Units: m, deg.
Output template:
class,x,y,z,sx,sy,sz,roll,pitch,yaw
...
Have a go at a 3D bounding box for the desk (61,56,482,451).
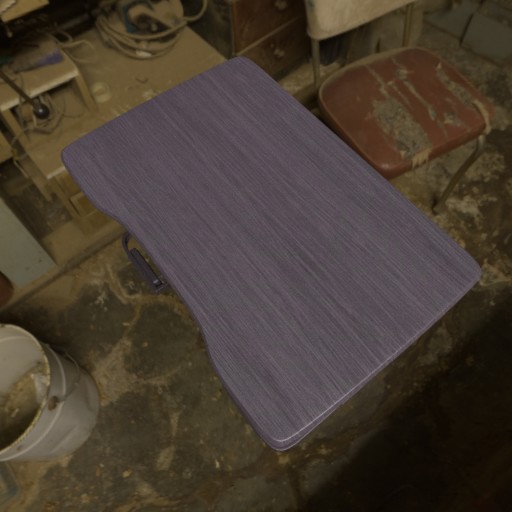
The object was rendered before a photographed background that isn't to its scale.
class,x,y,z,sx,sy,sz,roll,pitch,yaw
desk,0.000,0.000,1.150,0.546,0.470,0.820,-35,68,-16
